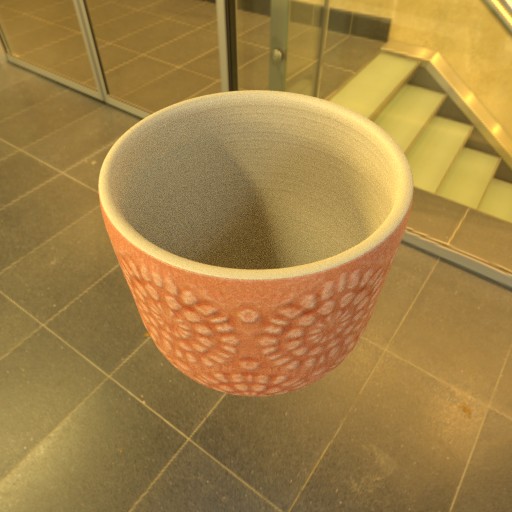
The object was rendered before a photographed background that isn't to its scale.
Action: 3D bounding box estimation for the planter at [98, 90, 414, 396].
[{"bbox_3d":[0.000,0.000,0.215,0.124,0.109,0.124,0,47,0],"label":"planter"}]
